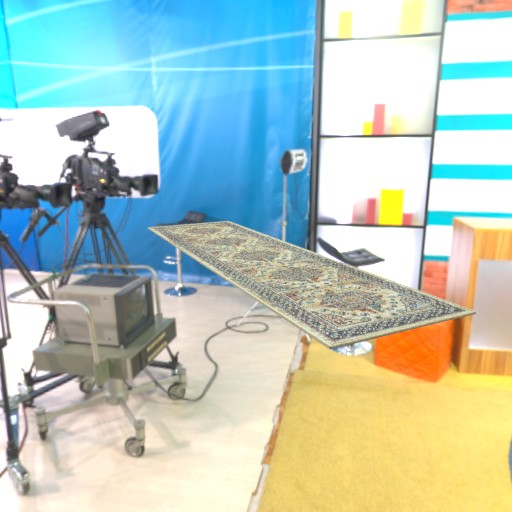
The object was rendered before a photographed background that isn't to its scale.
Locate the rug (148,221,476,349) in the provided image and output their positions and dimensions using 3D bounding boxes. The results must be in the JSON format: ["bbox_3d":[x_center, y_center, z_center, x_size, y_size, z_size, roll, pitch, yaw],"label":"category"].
[{"bbox_3d":[0.000,0.000,2.486,0.661,0.013,2.297,-7,15,-26],"label":"rug"}]
